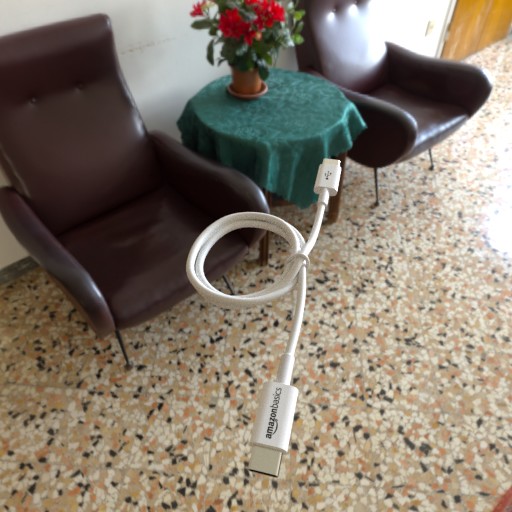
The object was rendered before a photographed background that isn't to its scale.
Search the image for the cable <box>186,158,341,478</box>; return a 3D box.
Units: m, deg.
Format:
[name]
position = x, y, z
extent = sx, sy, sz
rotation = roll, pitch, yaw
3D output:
[cable]
position = 0.000, 0.000, 0.228
extent = 0.070, 0.014, 0.203
rotation = 10, 46, 9
